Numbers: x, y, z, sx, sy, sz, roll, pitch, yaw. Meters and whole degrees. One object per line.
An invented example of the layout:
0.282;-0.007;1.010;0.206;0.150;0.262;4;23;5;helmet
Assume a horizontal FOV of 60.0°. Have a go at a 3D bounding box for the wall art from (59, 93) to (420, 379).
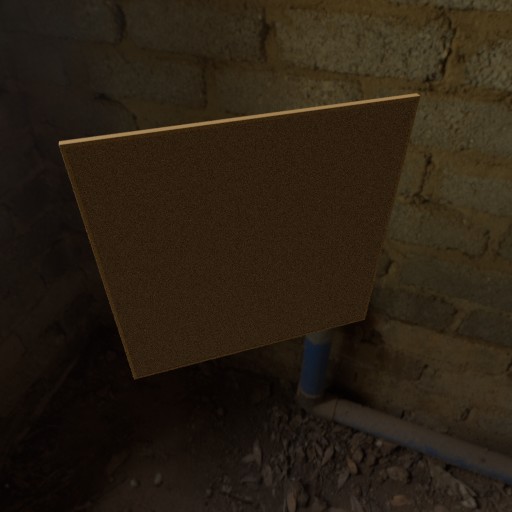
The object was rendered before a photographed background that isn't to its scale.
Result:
0.000;0.000;0.997;0.657;0.655;0.014;-12;43;-13;wall art
